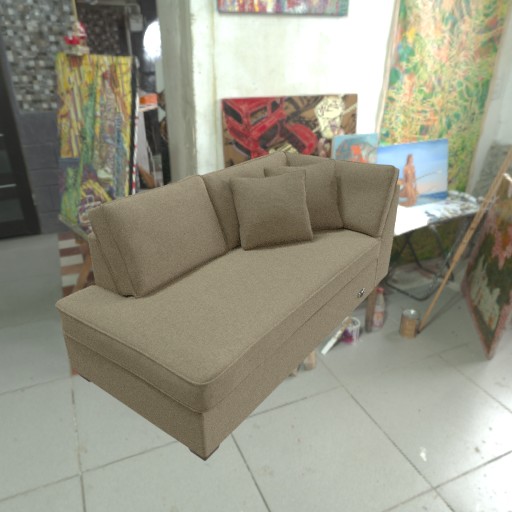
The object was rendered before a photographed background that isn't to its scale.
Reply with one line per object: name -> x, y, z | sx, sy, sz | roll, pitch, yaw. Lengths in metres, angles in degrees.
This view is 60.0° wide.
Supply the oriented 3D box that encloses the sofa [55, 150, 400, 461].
sofa -> 0.000, 0.000, 2.889 | 1.110, 1.033, 2.237 | 18, 32, 32
